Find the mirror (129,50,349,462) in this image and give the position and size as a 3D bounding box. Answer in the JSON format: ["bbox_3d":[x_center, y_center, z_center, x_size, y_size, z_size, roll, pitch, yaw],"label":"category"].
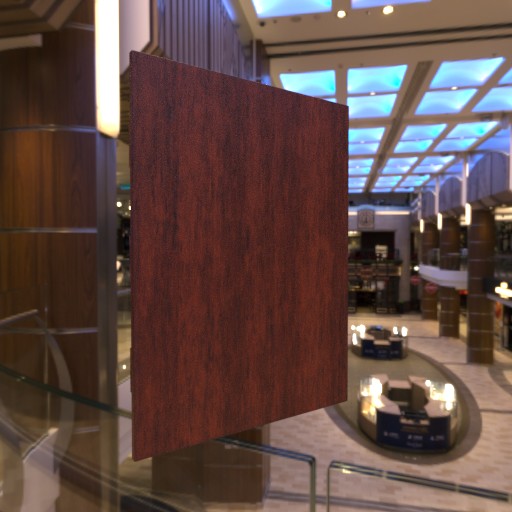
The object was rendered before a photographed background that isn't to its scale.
[{"bbox_3d":[0.000,0.000,1.046,0.600,0.805,0.021,-1,2,-35],"label":"mirror"}]
